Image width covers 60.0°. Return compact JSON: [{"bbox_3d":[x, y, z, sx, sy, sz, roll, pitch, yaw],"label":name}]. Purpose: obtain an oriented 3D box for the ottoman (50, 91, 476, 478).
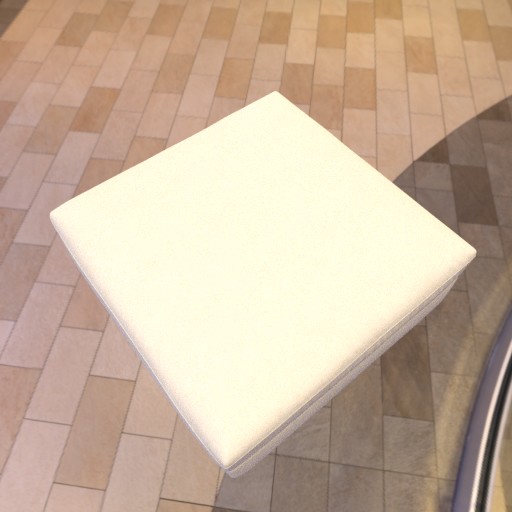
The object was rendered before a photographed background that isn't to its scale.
[{"bbox_3d":[0.000,0.000,1.769,1.163,0.482,1.167,-34,64,-19],"label":"ottoman"}]
